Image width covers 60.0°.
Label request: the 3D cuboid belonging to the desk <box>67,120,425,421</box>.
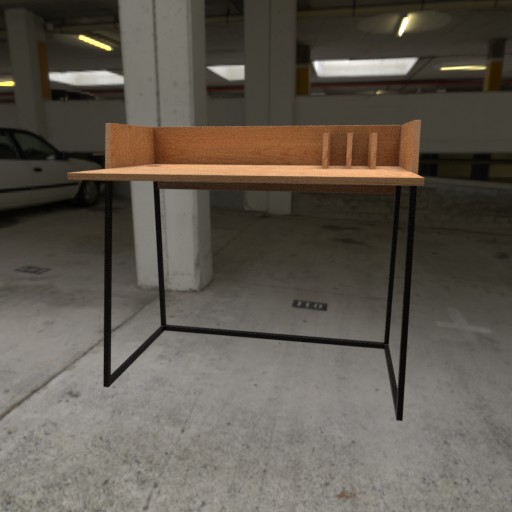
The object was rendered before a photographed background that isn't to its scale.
[{"bbox_3d":[0.000,0.000,1.839,1.191,1.061,0.769,3,14,11],"label":"desk"}]
